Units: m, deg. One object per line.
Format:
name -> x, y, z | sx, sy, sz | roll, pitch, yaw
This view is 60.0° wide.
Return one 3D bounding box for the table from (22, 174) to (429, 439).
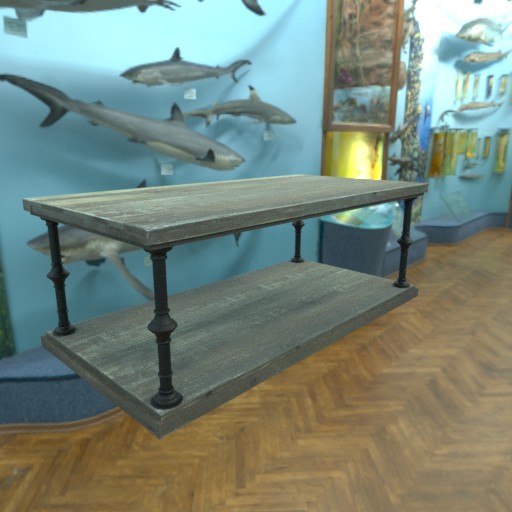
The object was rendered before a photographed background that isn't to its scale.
table -> 0.000, 0.000, 1.337 | 0.554, 0.399, 1.088 | 14, 20, 42
